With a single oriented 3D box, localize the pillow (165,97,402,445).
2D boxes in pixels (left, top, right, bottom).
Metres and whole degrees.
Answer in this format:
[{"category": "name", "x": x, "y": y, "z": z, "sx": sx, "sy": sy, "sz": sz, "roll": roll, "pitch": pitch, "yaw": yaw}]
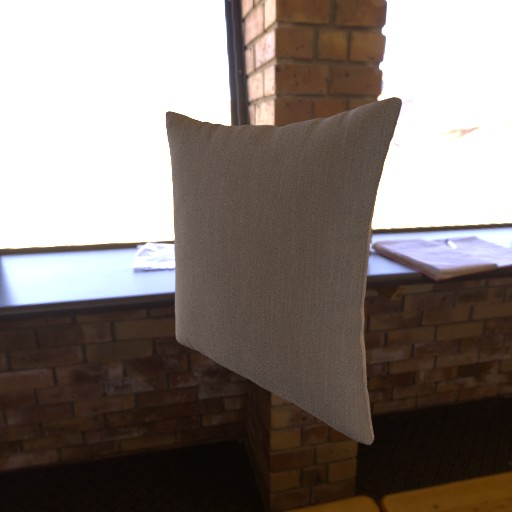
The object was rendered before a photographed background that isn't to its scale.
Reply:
[{"category": "pillow", "x": 0.000, "y": 0.000, "z": 0.789, "sx": 0.161, "sy": 0.509, "sz": 0.511, "roll": -15, "pitch": 21, "yaw": -43}]
